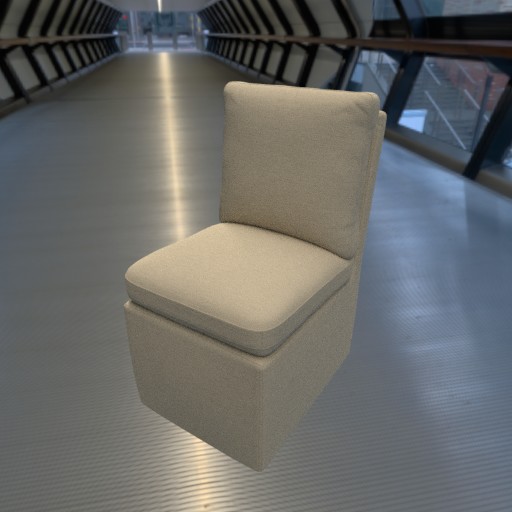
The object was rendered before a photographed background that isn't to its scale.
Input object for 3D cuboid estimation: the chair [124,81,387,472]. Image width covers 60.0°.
[{"bbox_3d":[0.000,0.000,1.343,0.503,0.927,0.698,17,32,29],"label":"chair"}]
